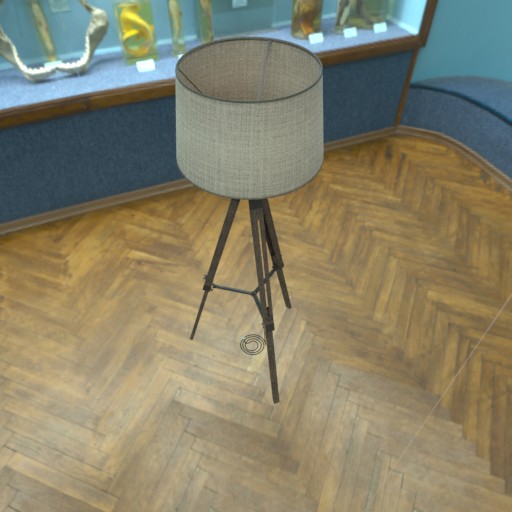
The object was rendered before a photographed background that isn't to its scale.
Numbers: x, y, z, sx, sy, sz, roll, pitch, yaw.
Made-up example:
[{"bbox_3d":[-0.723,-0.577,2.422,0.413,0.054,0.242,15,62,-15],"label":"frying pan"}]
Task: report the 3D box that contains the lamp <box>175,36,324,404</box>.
[{"bbox_3d":[0.000,0.000,1.794,0.604,1.510,0.587,-16,49,-15],"label":"lamp"}]
